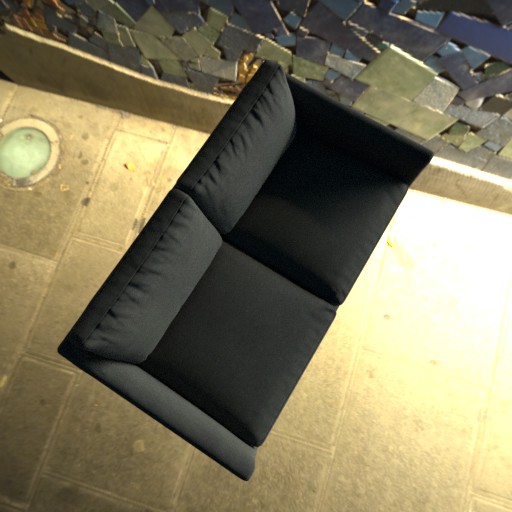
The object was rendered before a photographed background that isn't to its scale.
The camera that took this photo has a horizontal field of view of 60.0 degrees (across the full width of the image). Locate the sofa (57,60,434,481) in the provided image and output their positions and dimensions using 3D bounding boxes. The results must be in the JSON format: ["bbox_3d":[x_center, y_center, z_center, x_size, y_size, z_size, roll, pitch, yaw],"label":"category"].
[{"bbox_3d":[0.000,0.000,2.432,1.091,0.845,1.909,31,78,8],"label":"sofa"}]
